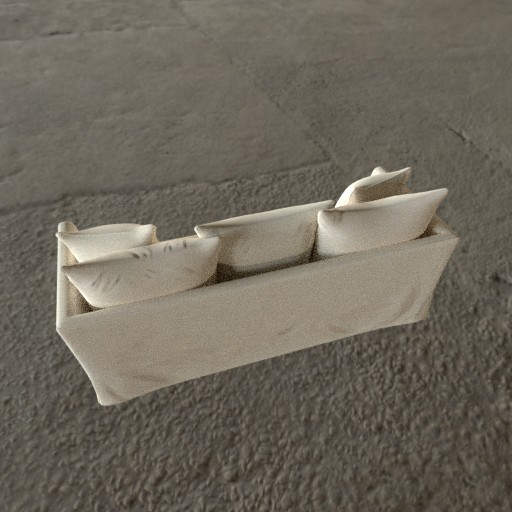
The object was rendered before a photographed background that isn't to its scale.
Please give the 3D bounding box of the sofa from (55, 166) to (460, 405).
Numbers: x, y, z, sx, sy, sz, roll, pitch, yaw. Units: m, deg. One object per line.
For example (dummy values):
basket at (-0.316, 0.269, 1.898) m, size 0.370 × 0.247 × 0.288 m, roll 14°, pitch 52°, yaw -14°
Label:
sofa at (0.000, 0.000, 3.063) m, size 2.484 × 1.042 × 1.030 m, roll -12°, pitch 42°, yaw -14°
